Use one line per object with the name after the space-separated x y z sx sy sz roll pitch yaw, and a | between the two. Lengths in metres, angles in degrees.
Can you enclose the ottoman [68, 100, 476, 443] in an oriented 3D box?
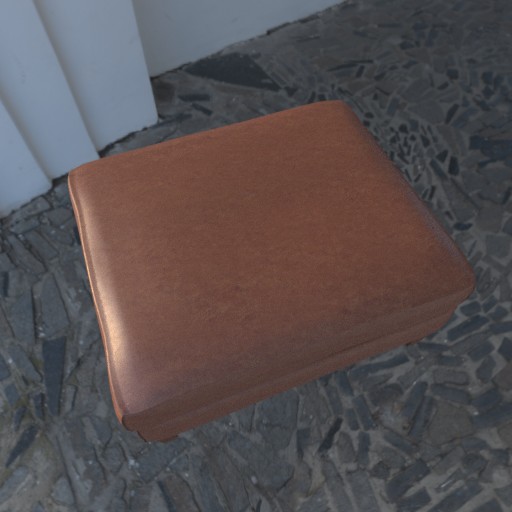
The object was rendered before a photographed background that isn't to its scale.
0.000 0.000 1.429 0.987 0.472 0.836 -18 59 -11 | ottoman
